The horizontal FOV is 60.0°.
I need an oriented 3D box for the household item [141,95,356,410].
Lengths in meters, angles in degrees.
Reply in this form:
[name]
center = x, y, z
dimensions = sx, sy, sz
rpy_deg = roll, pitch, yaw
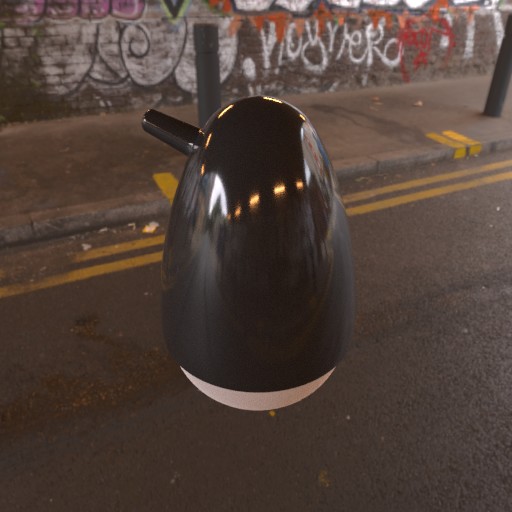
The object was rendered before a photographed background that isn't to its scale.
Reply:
[household item]
center = 0.000, 0.000, 0.220
dimensions = 0.104, 0.152, 0.102
rpy_deg = 7, 32, 12
